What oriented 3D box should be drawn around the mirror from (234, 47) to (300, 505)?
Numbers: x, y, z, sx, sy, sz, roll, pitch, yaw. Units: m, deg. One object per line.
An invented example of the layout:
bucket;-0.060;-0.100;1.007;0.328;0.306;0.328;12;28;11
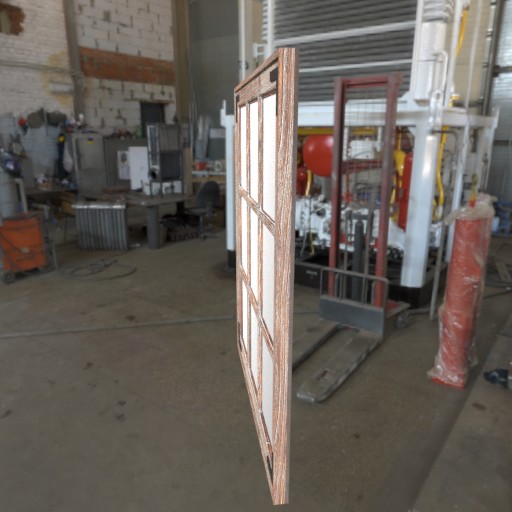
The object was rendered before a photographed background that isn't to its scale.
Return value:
mirror;0.000;0.000;1.161;0.032;0.882;0.730;-2;16;-8
